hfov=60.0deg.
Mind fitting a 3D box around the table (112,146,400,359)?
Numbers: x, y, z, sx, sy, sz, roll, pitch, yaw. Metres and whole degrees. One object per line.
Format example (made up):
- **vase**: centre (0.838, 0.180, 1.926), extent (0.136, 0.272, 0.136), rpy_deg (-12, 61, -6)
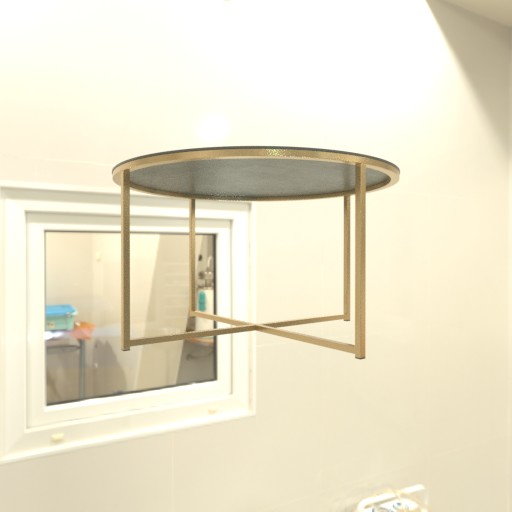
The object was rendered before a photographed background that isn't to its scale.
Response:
- **table**: centre (0.000, 0.000, 1.295), extent (0.800, 0.450, 0.800), rpy_deg (0, 0, 0)
